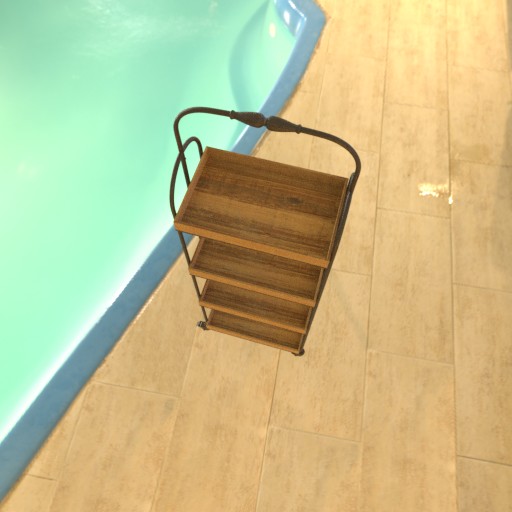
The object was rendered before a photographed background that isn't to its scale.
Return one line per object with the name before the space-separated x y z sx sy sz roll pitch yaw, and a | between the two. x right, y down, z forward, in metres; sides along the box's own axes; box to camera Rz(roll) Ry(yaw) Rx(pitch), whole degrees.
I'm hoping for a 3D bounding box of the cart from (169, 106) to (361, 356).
cart | 0.000 0.000 1.718 0.581 1.481 0.308 14 64 7
